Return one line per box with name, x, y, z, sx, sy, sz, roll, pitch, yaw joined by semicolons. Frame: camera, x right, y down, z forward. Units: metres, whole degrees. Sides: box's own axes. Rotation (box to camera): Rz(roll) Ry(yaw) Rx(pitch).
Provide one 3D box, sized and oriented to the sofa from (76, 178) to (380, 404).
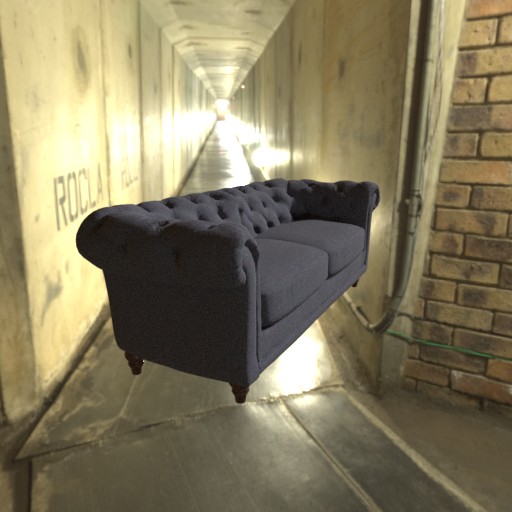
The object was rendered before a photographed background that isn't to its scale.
sofa;0.000;0.000;2.848;1.046;0.836;2.335;7;16;27
